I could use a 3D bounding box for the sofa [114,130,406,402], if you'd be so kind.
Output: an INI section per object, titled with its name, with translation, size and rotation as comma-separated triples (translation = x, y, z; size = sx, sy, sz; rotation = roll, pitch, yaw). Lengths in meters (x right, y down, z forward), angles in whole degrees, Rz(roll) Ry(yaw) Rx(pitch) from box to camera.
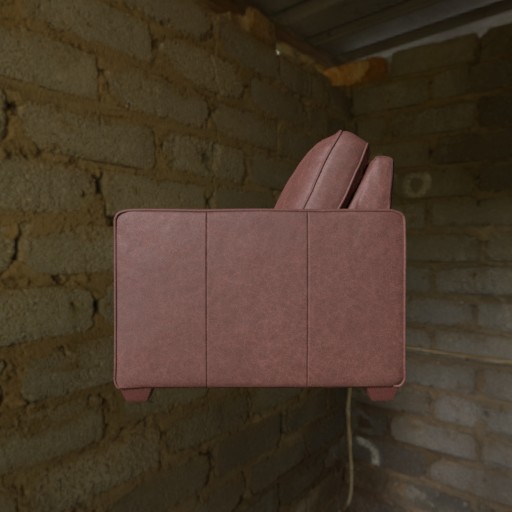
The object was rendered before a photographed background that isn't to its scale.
[sofa]
translation = 0.000, 0.000, 2.218
size = 0.947, 0.918, 1.709
rotation = 0, 1, -1
